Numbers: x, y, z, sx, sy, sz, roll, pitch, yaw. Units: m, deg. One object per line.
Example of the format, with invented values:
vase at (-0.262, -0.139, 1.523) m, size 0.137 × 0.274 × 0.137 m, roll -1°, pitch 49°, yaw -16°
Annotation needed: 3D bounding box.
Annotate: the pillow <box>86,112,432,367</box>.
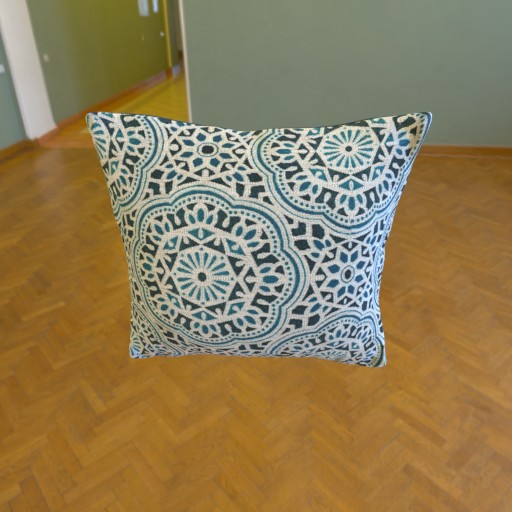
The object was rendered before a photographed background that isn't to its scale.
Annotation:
pillow at (0.000, 0.000, 0.658) m, size 0.440 × 0.420 × 0.145 m, roll 1°, pitch 30°, yaw 2°
